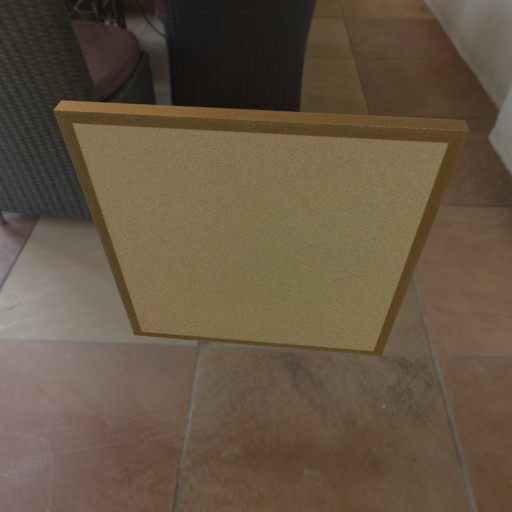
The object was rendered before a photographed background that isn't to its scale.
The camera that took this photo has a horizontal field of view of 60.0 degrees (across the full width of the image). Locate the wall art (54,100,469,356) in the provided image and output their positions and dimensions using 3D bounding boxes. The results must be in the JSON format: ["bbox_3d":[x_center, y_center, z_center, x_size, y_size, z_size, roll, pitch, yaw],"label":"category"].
[{"bbox_3d":[0.000,0.000,1.097,0.762,0.760,0.037,4,47,4],"label":"wall art"}]
